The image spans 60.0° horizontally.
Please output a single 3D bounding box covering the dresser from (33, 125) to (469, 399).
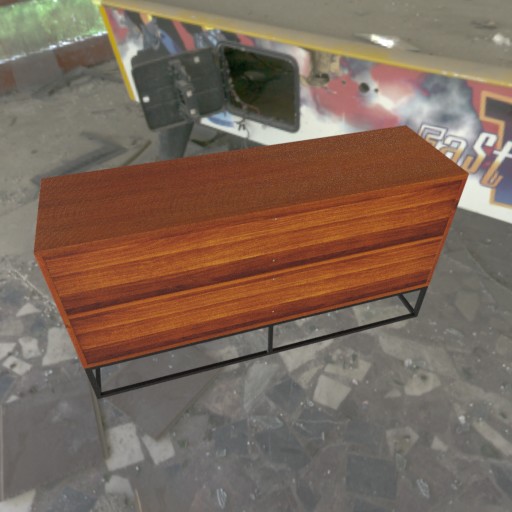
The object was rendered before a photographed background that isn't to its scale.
[{"bbox_3d":[0.000,0.000,1.926,1.536,0.810,0.464,-12,42,-13],"label":"dresser"}]
